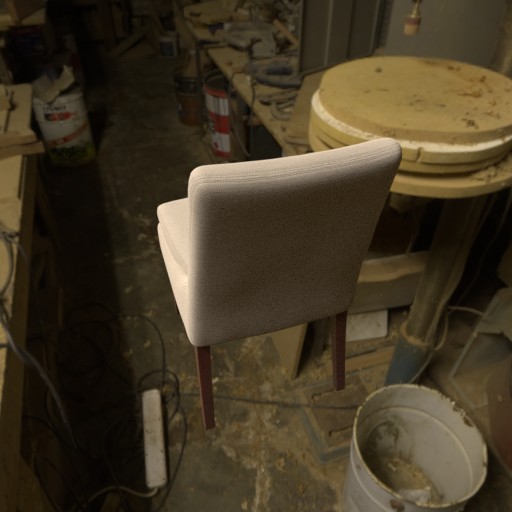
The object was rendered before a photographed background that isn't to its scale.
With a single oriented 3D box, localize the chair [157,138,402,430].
[{"bbox_3d":[0.000,0.000,1.306,0.515,0.940,0.638,-12,42,-13],"label":"chair"}]
